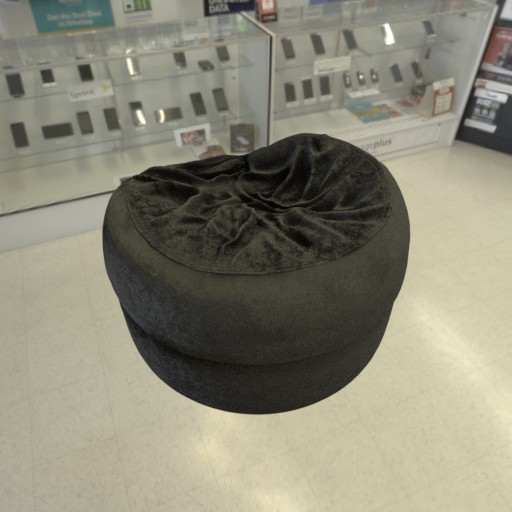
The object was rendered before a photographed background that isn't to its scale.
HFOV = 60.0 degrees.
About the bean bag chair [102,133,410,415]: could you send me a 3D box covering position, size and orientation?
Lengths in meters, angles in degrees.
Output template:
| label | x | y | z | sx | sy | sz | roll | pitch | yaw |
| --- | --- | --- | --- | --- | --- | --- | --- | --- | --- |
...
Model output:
| label | x | y | z | sx | sy | sz | roll | pitch | yaw |
| --- | --- | --- | --- | --- | --- | --- | --- | --- | --- |
| bean bag chair | 0.000 | 0.000 | 1.454 | 0.918 | 0.605 | 0.918 | 0 | 43 | 0 |
